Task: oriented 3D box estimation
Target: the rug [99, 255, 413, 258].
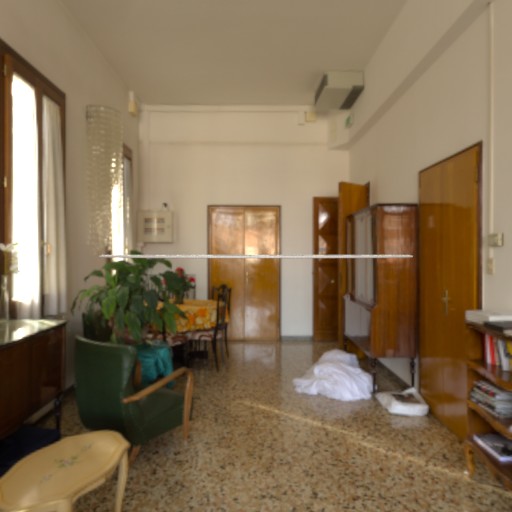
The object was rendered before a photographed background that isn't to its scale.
[{"bbox_3d":[0.000,0.000,2.386,1.593,0.012,1.593,0,0,0],"label":"rug"}]
